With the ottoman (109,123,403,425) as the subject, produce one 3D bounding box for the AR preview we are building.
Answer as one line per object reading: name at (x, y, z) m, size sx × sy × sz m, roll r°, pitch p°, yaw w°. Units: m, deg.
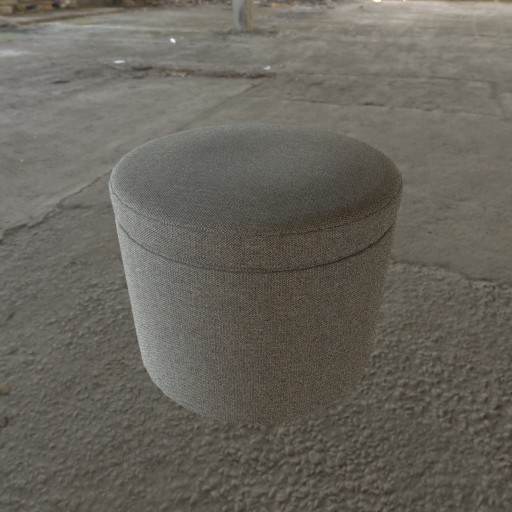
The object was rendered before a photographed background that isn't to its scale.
ottoman at (0.000, 0.000, 0.875) m, size 0.500 × 0.419 × 0.500 m, roll 0°, pitch 32°, yaw 0°
